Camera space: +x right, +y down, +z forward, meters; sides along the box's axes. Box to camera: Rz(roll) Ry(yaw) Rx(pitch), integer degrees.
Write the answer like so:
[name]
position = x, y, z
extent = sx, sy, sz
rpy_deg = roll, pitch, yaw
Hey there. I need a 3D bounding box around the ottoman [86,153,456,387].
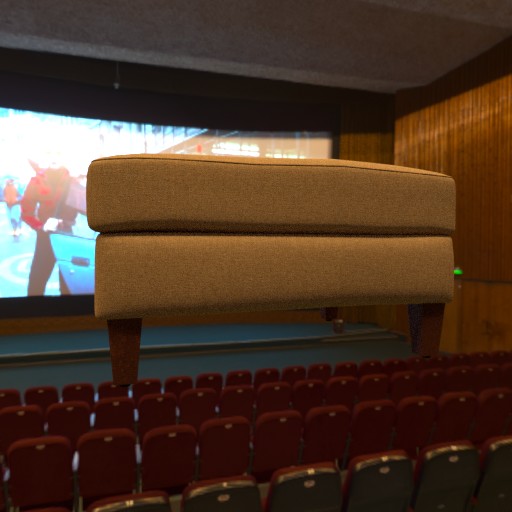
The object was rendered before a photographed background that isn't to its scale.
[ottoman]
position = 0.000, 0.000, 1.300
extent = 0.898, 0.519, 0.677
rpy_deg = -1, 2, -18
